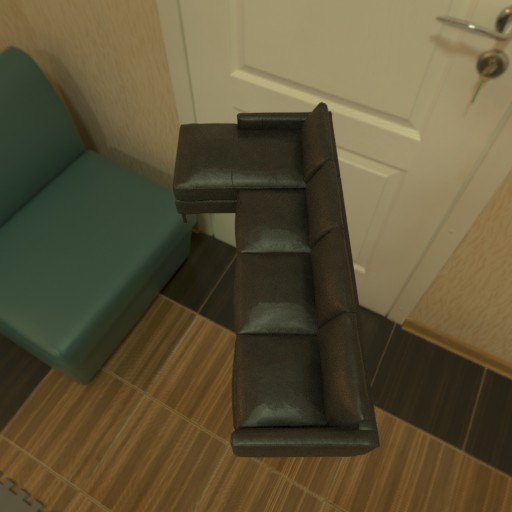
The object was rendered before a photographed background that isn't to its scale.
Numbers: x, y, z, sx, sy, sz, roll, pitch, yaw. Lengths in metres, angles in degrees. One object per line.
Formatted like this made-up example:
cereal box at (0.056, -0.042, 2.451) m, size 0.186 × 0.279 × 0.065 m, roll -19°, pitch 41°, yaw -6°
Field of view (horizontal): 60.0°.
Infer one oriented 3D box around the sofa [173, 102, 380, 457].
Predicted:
sofa at (0.000, 0.000, 3.616) m, size 1.471 × 0.859 × 2.993 m, roll 0°, pitch 58°, yaw 0°
